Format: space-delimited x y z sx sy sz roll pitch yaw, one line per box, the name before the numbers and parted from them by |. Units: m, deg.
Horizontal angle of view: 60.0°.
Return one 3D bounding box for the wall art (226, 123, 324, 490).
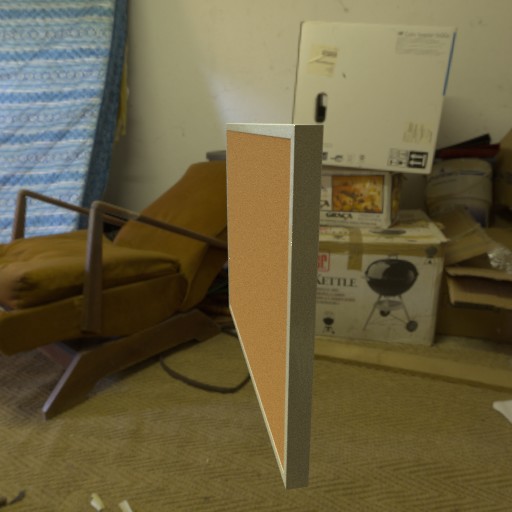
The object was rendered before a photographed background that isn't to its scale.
wall art | 0.000 0.000 1.377 0.053 0.787 1.041 -3 17 -10
